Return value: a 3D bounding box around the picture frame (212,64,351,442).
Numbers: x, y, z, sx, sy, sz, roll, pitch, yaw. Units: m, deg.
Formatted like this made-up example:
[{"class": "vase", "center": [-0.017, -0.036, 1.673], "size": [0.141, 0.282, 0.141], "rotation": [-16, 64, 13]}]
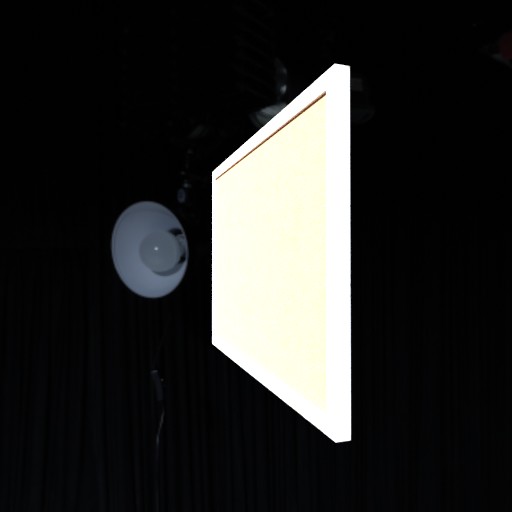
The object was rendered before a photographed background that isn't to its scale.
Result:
[{"class": "picture frame", "center": [0.000, 0.000, 1.205], "size": [0.029, 0.640, 0.950], "rotation": [0, -1, -18]}]
